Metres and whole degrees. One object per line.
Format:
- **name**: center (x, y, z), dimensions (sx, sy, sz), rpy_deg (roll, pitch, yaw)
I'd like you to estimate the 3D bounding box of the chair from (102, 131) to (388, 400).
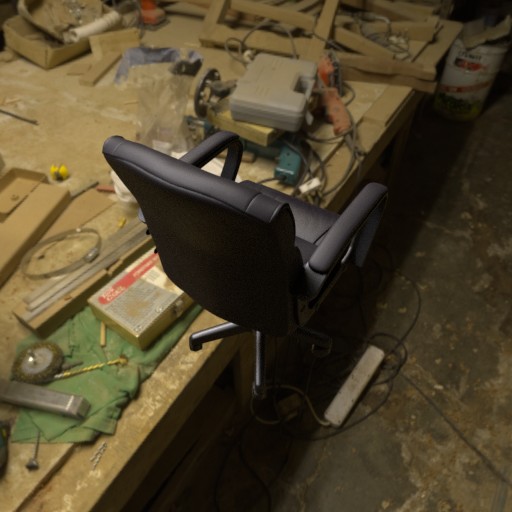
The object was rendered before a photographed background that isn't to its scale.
- **chair**: center (0.000, 0.000, 1.367), dimensions (0.576, 0.998, 0.641), rpy_deg (25, 52, 22)
